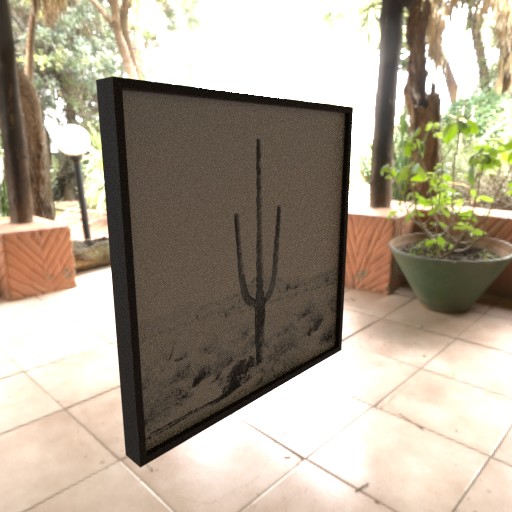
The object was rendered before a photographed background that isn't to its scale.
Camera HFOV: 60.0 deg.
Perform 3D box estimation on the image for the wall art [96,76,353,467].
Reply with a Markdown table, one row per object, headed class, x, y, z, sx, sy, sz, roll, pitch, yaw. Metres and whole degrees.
| class | x | y | z | sx | sy | sz | roll | pitch | yaw |
| --- | --- | --- | --- | --- | --- | --- | --- | --- | --- |
| wall art | 0.000 | 0.000 | 0.747 | 0.038 | 0.508 | 0.508 | 12 | 18 | 42 |
